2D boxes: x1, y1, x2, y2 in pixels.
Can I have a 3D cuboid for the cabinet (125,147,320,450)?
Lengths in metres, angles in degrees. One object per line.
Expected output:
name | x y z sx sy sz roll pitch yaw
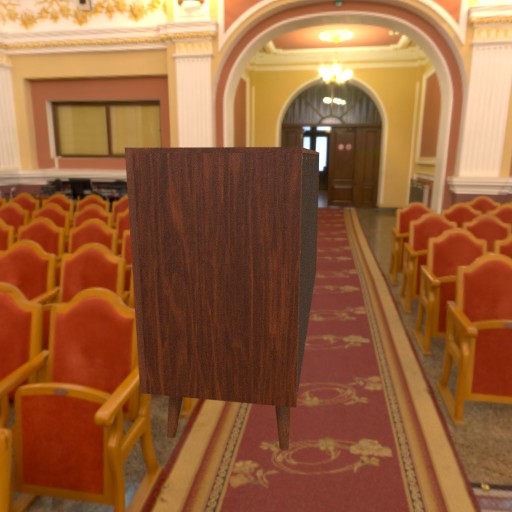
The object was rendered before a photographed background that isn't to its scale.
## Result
cabinet | 0.000 0.000 2.034 0.505 0.940 1.575 2 13 9
